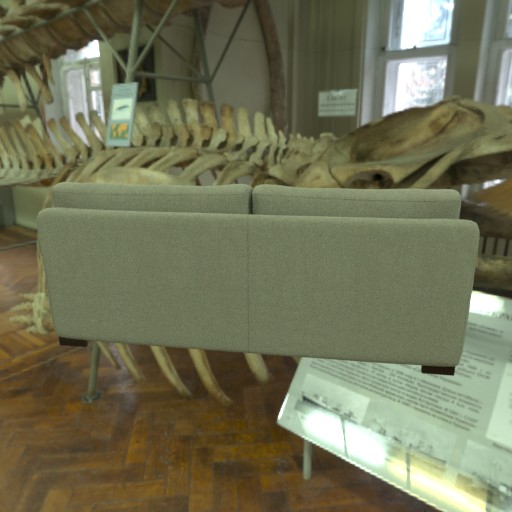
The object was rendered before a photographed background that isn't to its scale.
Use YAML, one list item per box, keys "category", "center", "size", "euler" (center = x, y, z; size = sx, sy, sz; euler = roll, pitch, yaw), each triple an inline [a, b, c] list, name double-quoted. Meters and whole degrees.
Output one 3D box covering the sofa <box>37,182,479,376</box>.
- category: "sofa"
  center: [0.000, 0.000, 2.819]
  size: [2.354, 0.980, 0.962]
  euler: [2, 16, 8]
